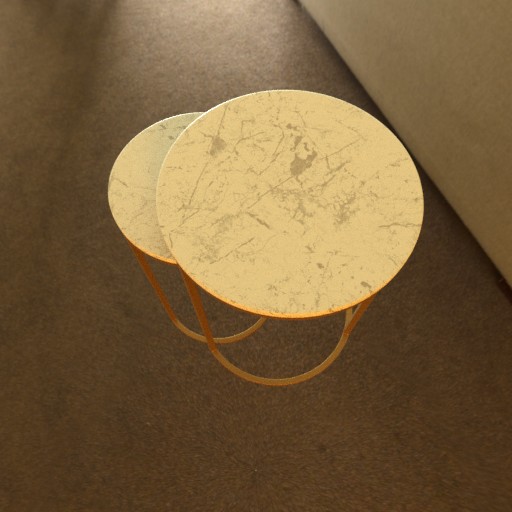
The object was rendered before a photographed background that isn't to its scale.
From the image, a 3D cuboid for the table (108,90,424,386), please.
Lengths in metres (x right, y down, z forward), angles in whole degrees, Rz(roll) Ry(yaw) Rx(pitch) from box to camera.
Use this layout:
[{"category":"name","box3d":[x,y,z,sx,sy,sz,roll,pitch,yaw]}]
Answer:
[{"category":"table","box3d":[0.000,0.000,0.924,0.507,0.550,0.400,18,66,9]}]
